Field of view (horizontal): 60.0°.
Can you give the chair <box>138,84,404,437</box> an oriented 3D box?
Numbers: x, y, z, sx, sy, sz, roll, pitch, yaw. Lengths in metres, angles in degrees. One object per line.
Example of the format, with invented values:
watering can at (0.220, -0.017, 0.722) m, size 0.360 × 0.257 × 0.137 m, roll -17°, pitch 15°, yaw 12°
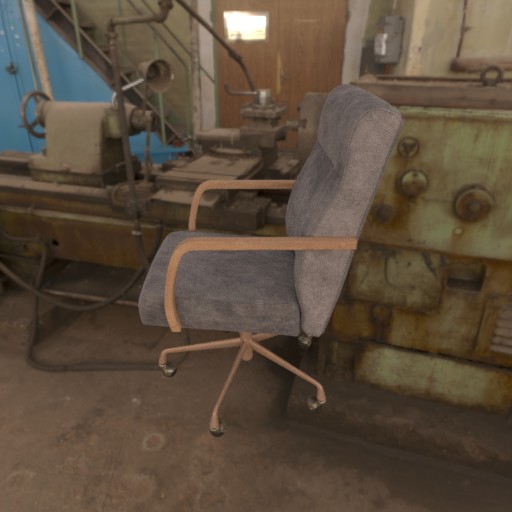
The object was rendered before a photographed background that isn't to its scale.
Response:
chair at (0.000, 0.000, 1.474) m, size 0.741 × 1.029 × 0.640 m, roll 0°, pitch 27°, yaw 0°
